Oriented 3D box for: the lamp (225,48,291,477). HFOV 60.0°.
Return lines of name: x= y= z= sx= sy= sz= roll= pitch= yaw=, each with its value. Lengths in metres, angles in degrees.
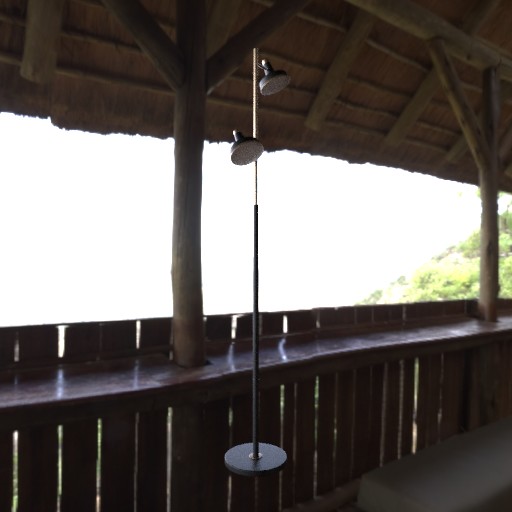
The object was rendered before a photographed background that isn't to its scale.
lamp: x=0.000 y=0.000 z=1.799 sx=0.253 sy=1.674 sz=0.351 roll=0 pitch=1 yaw=36
